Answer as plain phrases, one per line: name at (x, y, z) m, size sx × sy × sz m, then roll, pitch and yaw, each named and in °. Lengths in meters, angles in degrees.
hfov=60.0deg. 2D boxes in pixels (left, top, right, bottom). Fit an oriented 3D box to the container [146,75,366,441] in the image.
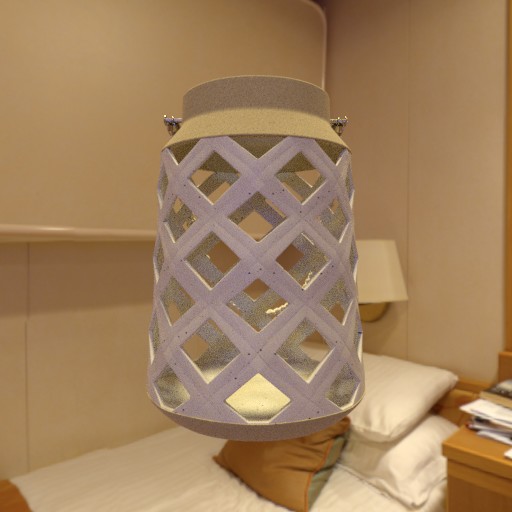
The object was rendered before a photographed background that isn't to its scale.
container at (0.000, 0.000, 0.389) m, size 0.188 × 0.264 × 0.198 m, roll 0°, pitch 1°, yaw -1°
